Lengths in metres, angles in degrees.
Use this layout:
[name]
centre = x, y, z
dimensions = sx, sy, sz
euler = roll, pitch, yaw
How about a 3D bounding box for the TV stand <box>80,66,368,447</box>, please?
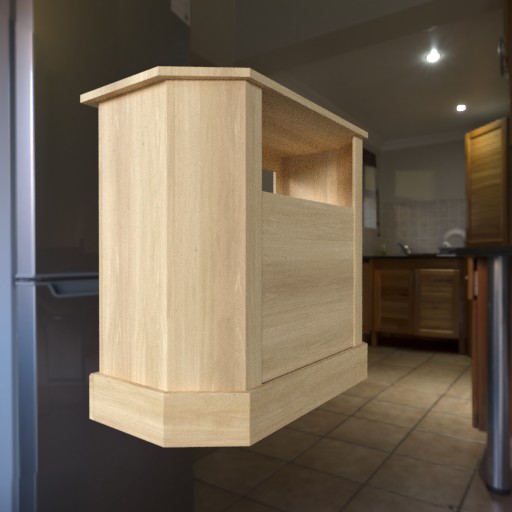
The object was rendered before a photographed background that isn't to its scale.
[TV stand]
centre = 0.000, 0.000, 1.289
dimensions = 0.425, 0.781, 0.851
euler = 0, 1, 37
